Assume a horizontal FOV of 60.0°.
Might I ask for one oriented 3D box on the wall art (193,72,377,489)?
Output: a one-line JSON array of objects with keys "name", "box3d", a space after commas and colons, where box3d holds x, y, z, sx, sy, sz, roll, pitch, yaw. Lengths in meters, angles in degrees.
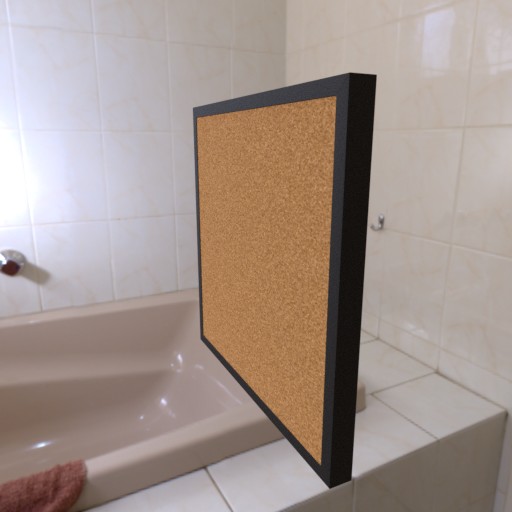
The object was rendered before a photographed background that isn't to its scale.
[{"name": "wall art", "box3d": [0.000, 0.000, 0.739, 0.036, 0.503, 0.506, -7, 16, -25]}]
